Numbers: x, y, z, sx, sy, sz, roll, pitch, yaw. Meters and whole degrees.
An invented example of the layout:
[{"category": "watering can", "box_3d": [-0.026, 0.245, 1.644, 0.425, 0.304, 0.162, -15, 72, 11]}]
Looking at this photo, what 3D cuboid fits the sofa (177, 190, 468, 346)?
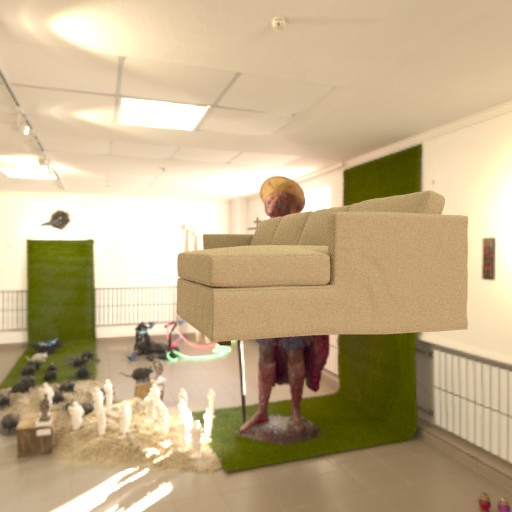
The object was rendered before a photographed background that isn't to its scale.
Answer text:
[{"category": "sofa", "box_3d": [0.000, 0.000, 3.895, 1.622, 0.867, 3.177, 0, 1, -20]}]
